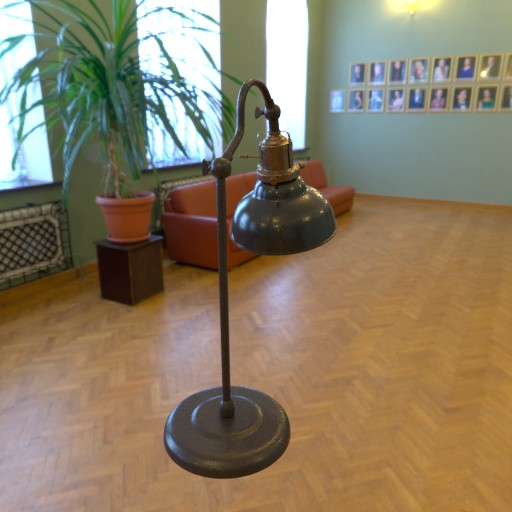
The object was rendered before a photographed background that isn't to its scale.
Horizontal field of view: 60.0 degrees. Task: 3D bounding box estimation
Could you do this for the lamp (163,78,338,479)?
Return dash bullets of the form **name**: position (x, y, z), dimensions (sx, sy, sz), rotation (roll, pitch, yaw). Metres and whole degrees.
- **lamp**: position (0.000, 0.000, 0.679), dimensions (0.192, 0.508, 0.374), rotation (9, 19, 27)
